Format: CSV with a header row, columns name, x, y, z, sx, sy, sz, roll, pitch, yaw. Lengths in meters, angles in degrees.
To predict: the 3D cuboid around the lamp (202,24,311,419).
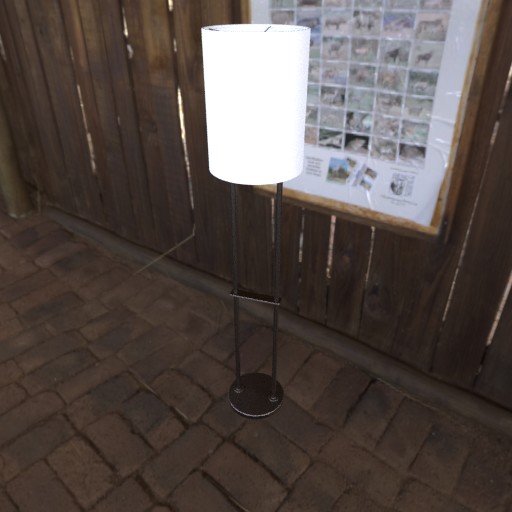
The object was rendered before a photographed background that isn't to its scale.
name,x,y,z,sx,sy,sz,roll,pitch,yaw
lamp,0.000,0.000,1.634,0.306,1.500,0.305,9,32,15
